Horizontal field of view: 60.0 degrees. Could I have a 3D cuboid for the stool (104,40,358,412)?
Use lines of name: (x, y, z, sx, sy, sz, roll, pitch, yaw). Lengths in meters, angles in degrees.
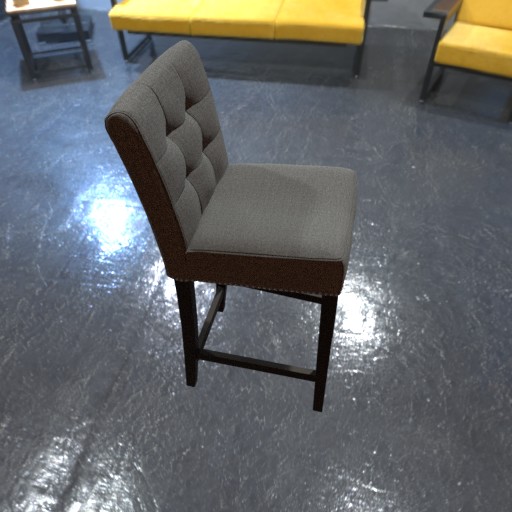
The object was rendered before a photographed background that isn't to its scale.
stool: (0.000, 0.000, 1.305, 0.548, 1.047, 0.411, 10, 46, 9)
